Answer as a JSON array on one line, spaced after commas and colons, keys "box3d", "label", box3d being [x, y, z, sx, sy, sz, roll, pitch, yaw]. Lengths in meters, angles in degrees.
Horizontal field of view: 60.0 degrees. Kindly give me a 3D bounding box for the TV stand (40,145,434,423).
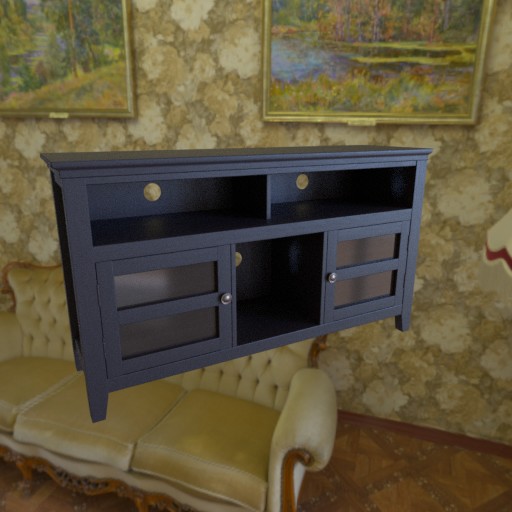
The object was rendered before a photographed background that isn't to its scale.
[{"box3d": [0.000, 0.000, 1.471, 1.198, 0.681, 0.347, -9, 19, -27], "label": "TV stand"}]
